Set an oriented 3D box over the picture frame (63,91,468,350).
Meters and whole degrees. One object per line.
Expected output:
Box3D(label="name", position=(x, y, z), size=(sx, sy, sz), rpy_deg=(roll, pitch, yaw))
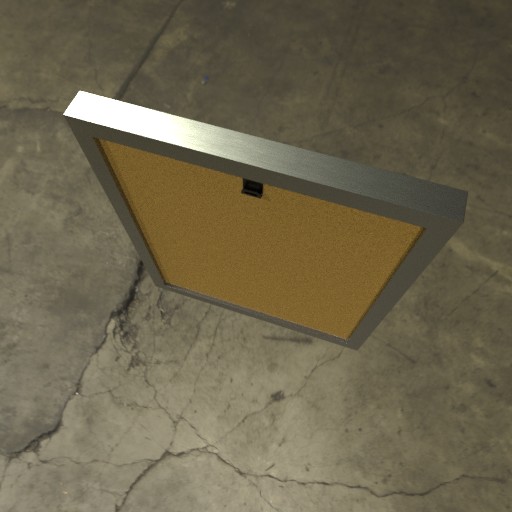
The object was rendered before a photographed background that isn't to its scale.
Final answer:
Box3D(label="picture frame", position=(0.000, 0.000, 1.331), size=(0.839, 0.968, 0.073), rpy_deg=(17, 65, 8))
